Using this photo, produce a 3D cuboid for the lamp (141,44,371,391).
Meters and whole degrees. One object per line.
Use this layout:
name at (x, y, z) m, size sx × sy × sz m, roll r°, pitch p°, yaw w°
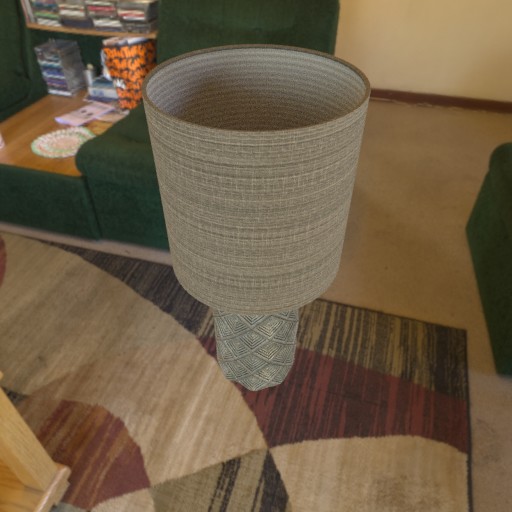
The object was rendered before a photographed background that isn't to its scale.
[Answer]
lamp at (0.000, 0.000, 0.718) m, size 0.269 × 0.566 × 0.268 m, roll -1°, pitch 42°, yaw -1°
